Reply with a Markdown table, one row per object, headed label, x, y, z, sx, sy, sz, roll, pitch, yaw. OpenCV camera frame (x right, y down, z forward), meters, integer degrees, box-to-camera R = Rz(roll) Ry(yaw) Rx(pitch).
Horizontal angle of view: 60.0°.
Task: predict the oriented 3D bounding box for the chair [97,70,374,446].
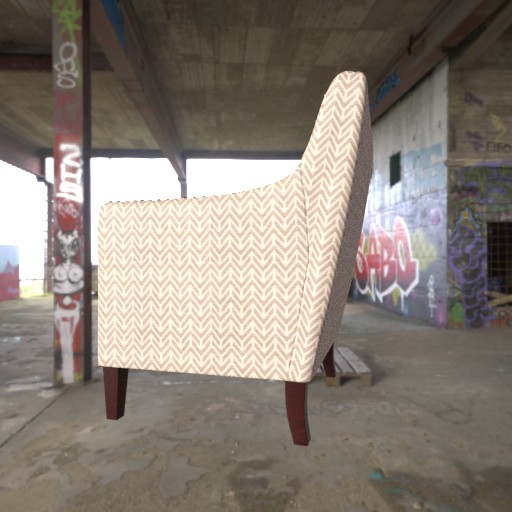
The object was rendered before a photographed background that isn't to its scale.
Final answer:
| label | x | y | z | sx | sy | sz | roll | pitch | yaw |
| --- | --- | --- | --- | --- | --- | --- | --- | --- | --- |
| chair | 0.000 | 0.000 | 1.295 | 0.651 | 0.816 | 0.623 | 0 | 0 | 16 |
